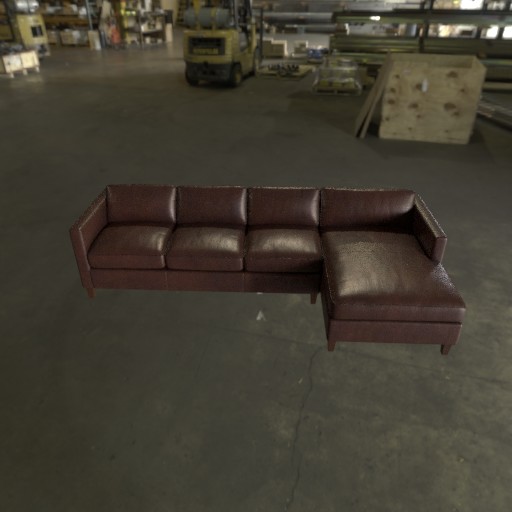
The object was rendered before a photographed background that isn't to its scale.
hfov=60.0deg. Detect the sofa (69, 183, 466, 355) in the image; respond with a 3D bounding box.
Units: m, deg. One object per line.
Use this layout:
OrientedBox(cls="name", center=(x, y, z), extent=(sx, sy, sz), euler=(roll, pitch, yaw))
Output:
OrientedBox(cls="sofa", center=(0.000, 0.000, 3.992), extent=(3.203, 0.883, 1.581), euler=(1, 31, 2))
